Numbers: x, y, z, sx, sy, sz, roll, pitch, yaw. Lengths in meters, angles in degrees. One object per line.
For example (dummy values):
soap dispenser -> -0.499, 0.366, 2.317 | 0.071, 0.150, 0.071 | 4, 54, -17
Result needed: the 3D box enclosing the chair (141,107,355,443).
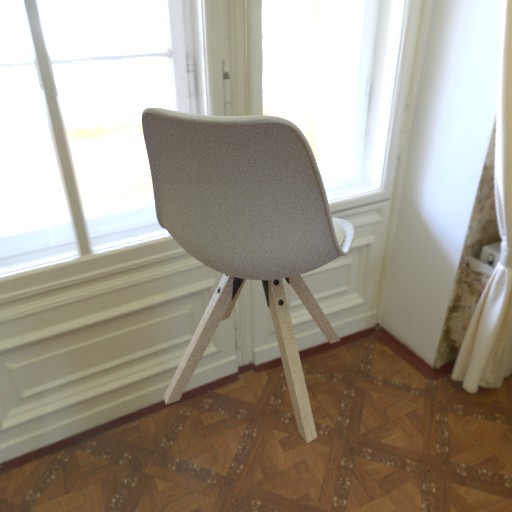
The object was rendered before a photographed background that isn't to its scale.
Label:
chair -> 0.000, 0.000, 1.173 | 0.485, 0.850, 0.550 | 9, 31, 15
